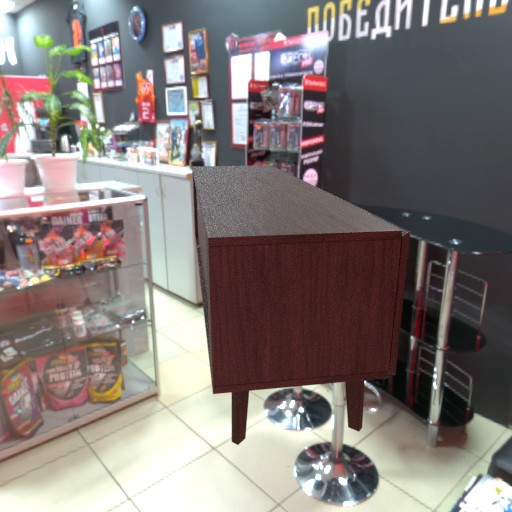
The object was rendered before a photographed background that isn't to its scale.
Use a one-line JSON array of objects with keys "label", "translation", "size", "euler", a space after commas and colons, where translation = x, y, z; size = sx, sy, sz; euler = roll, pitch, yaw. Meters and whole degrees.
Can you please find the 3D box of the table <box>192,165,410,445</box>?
[{"label": "table", "translation": [0.000, 0.000, 1.591], "size": [0.405, 0.508, 1.397], "euler": [-3, 17, -9]}]
